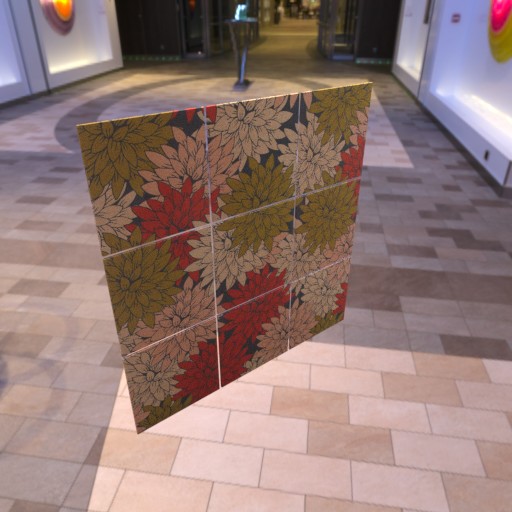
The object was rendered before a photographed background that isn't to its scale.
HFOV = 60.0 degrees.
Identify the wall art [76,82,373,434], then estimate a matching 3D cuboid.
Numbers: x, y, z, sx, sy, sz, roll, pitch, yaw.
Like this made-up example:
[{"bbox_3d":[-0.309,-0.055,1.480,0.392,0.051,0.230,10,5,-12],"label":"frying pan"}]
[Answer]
[{"bbox_3d":[0.000,0.000,2.264,1.519,1.534,0.013,-21,36,-32],"label":"wall art"}]
